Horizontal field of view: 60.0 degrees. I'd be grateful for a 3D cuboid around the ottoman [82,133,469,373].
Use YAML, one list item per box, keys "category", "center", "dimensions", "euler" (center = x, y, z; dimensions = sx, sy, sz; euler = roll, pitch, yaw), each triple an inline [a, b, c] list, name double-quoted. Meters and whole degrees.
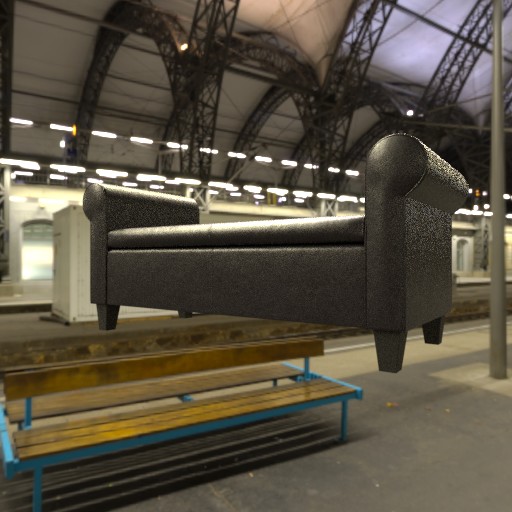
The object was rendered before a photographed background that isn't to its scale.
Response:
- category: "ottoman"
  center: [0.000, 0.000, 1.523]
  dimensions: [1.256, 0.547, 0.521]
  euler: [0, -1, 35]
